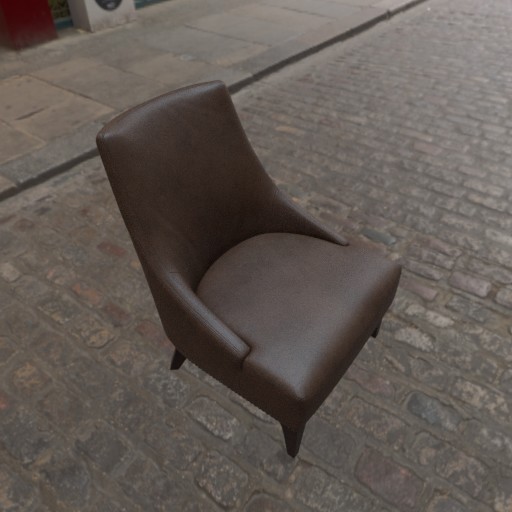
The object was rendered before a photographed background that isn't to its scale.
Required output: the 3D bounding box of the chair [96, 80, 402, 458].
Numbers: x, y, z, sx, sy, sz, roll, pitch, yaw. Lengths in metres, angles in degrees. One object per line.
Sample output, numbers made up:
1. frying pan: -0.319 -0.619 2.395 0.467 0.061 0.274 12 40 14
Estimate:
1. chair: 0.000 0.000 1.528 0.861 0.909 0.701 26 47 27
